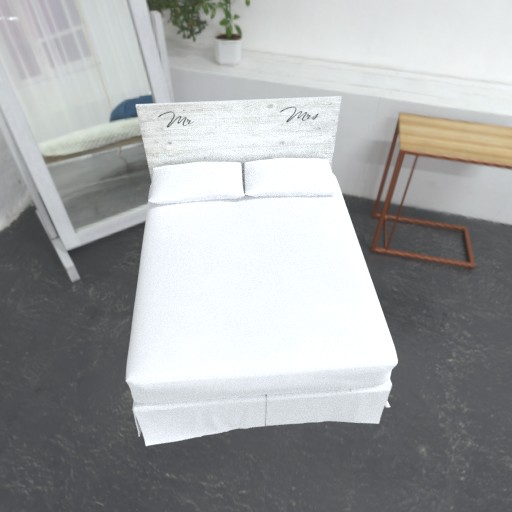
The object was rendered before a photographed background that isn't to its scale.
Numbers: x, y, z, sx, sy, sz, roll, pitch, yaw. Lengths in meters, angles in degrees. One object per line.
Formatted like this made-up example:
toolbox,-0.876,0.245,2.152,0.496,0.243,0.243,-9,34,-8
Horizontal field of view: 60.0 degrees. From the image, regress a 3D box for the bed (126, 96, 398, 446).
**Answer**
bed,0.000,0.000,3.221,1.745,1.335,2.094,-3,47,-3
